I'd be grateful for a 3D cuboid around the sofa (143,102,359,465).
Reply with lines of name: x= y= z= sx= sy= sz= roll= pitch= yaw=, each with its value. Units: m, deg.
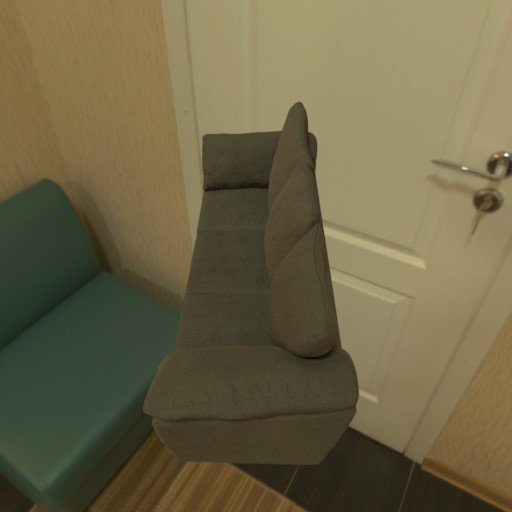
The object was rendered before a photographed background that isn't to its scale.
sofa: x=0.000 y=0.000 z=2.746 sx=0.878 sy=1.073 sz=2.336 roll=1 pitch=42 yaw=1
